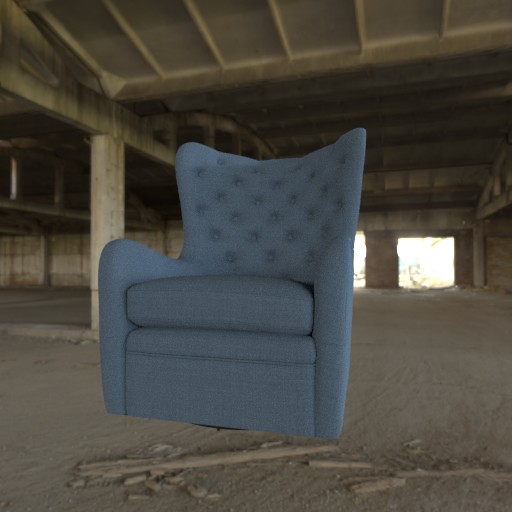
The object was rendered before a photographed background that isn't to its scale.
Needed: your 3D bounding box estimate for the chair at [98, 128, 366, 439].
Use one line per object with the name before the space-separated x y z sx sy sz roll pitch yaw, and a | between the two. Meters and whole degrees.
chair | 0.000 0.000 1.742 0.831 1.079 0.930 0 -1 17
